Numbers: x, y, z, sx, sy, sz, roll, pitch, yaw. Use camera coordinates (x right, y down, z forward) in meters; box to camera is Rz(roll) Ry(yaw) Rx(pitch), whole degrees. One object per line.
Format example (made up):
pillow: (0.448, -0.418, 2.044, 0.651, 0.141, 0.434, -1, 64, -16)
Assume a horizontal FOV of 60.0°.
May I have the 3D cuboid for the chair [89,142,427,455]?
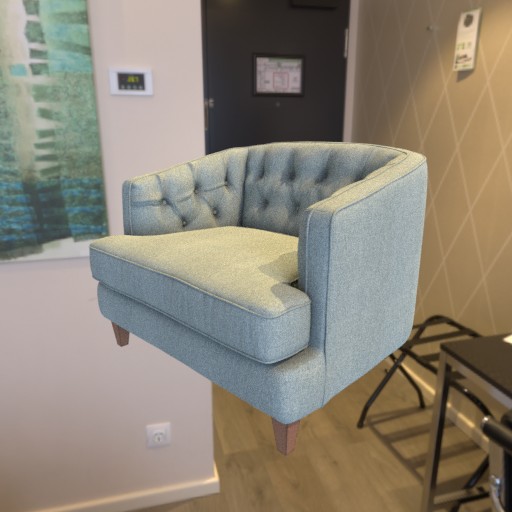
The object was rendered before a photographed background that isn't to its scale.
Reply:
chair: (0.000, 0.000, 1.739, 1.094, 0.852, 0.945, 15, 22, 43)
